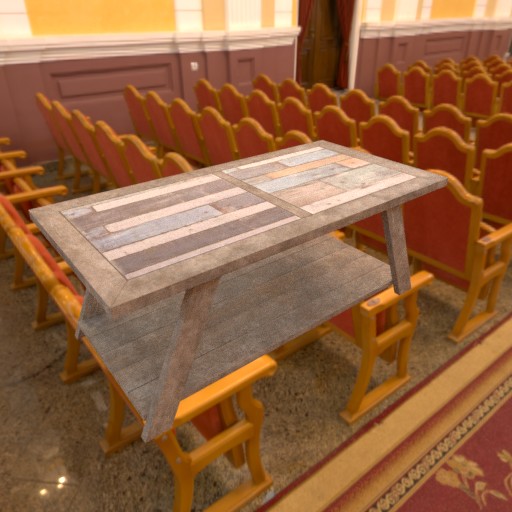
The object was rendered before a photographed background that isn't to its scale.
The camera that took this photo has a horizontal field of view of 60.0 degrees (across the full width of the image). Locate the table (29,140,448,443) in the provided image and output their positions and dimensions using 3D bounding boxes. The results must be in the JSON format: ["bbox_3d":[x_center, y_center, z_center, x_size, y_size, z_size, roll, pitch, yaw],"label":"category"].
[{"bbox_3d":[0.000,0.000,1.536,1.219,0.470,0.610,-21,36,-32],"label":"table"}]
